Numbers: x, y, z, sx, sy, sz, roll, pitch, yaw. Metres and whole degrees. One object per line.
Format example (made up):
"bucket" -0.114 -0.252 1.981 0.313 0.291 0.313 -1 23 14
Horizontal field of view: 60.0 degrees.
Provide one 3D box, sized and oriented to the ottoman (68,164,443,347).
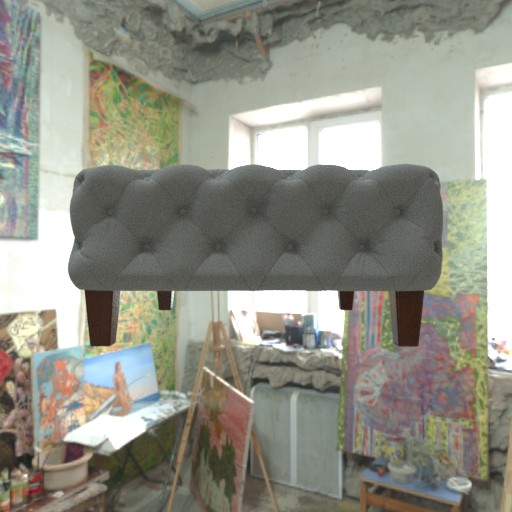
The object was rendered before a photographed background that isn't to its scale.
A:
"ottoman" 0.000 0.000 1.454 0.917 0.439 0.911 0 0 0
